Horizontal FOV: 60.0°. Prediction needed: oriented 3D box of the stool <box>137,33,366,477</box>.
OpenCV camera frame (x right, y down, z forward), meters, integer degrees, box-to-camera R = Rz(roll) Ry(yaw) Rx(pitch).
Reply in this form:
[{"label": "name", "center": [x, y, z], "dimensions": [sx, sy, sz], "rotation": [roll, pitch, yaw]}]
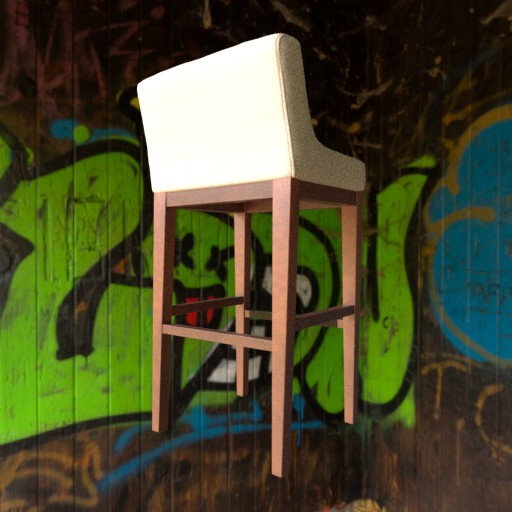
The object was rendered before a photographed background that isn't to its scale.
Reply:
[{"label": "stool", "center": [0.000, 0.000, 1.326], "dimensions": [0.511, 1.037, 0.500], "rotation": [1, 1, 37]}]
